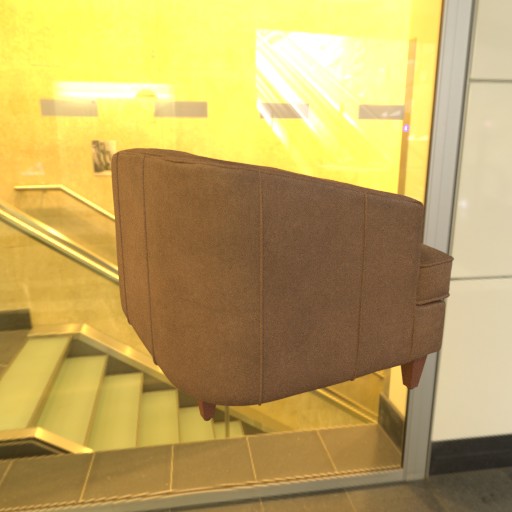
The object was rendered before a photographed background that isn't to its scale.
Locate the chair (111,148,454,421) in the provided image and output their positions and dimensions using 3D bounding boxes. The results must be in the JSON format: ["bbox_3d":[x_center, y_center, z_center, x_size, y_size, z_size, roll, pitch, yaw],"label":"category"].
[{"bbox_3d":[0.000,0.000,1.667,0.914,0.787,1.118,-7,15,-27],"label":"chair"}]
